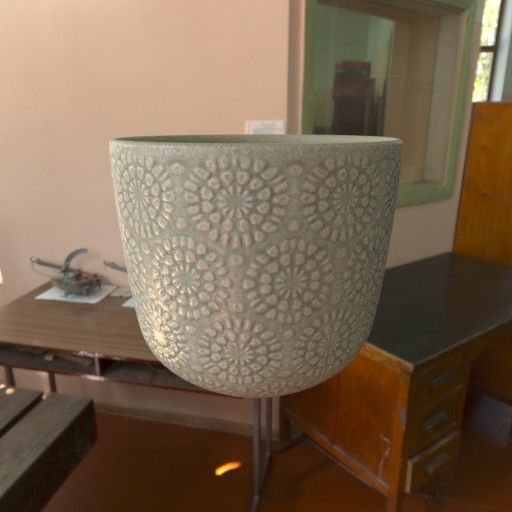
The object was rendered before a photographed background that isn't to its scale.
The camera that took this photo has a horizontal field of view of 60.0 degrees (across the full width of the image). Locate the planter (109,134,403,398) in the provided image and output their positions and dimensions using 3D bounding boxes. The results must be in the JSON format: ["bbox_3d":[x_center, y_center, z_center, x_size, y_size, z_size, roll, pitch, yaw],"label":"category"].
[{"bbox_3d":[0.000,0.000,0.211,0.124,0.109,0.124,0,17,0],"label":"planter"}]
